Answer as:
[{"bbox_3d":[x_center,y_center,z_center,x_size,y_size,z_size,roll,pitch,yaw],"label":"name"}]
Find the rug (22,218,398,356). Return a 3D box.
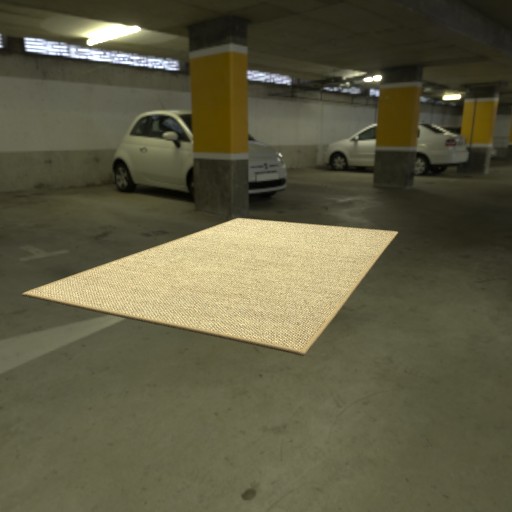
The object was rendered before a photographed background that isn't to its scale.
[{"bbox_3d":[0.000,0.000,2.081,1.062,0.013,1.667,7,17,24],"label":"rug"}]
